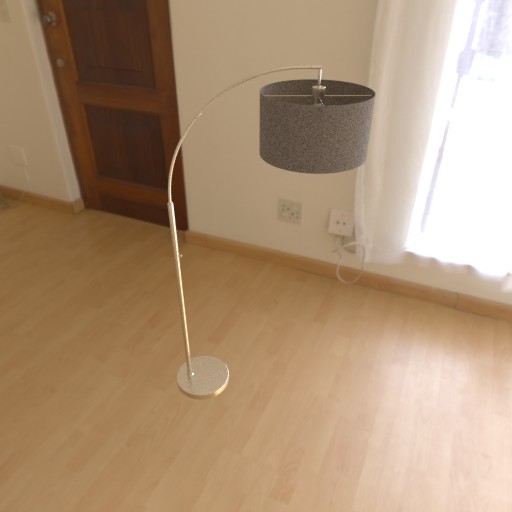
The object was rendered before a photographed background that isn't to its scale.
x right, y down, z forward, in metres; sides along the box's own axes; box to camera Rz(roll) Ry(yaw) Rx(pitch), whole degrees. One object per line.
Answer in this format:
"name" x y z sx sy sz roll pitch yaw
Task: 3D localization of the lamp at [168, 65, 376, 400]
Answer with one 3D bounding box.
"lamp" 0.000 0.000 2.167 0.934 1.735 0.452 0 33 -1
